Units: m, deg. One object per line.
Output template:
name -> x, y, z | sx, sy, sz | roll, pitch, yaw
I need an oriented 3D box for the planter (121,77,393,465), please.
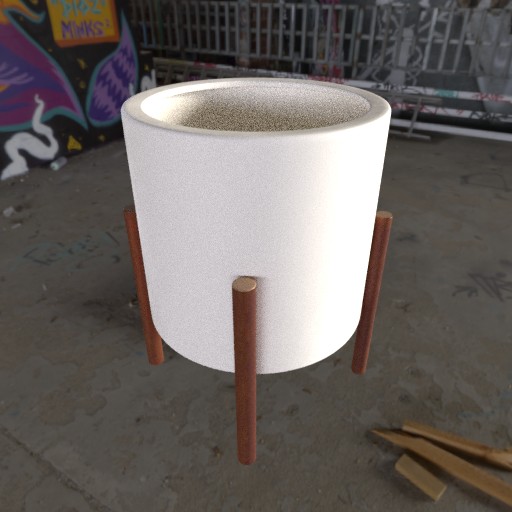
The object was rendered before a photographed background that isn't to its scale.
planter -> 0.000, 0.000, 0.856 | 0.420, 0.581, 0.421 | -22, 38, -32
